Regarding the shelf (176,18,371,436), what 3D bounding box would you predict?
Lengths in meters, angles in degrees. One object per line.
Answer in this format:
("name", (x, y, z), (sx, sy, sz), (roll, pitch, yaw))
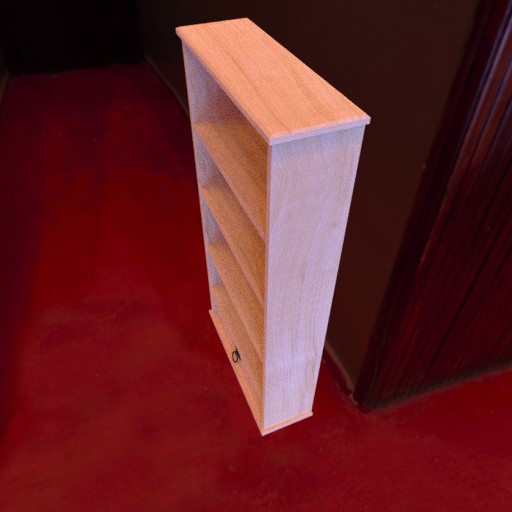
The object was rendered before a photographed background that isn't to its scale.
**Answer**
("shelf", (0.000, 0.000, 1.203), (0.175, 1.030, 0.520), (-16, 47, -16))
